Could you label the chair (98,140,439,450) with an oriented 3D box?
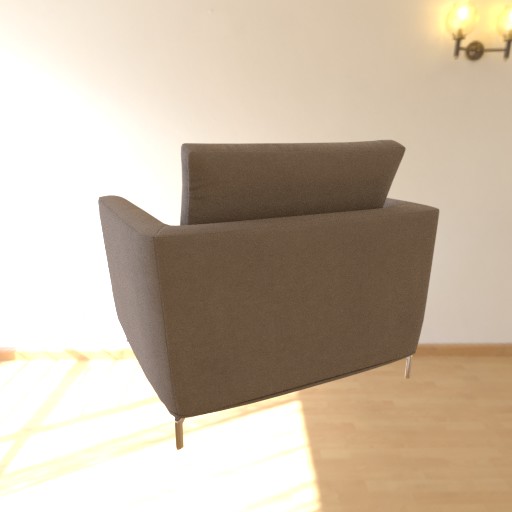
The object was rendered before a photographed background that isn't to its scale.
[{"bbox_3d":[0.000,0.000,1.698,1.041,0.864,0.889,-7,17,-25],"label":"chair"}]
